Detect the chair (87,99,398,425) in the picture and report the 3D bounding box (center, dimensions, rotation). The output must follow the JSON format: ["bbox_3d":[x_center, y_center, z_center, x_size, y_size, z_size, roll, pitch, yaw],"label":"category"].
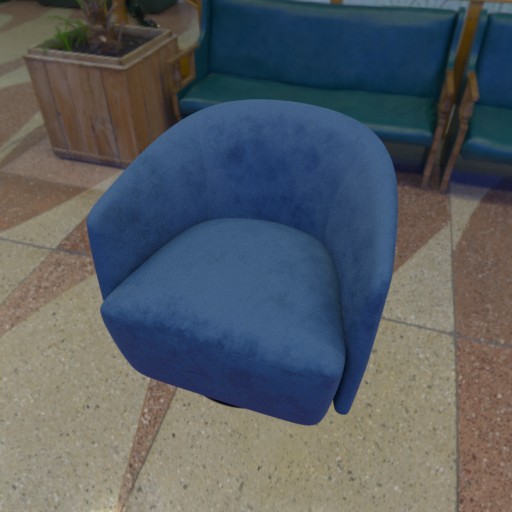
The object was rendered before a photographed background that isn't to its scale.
[{"bbox_3d":[0.000,0.000,1.359,0.773,0.698,0.767,13,43,14],"label":"chair"}]
